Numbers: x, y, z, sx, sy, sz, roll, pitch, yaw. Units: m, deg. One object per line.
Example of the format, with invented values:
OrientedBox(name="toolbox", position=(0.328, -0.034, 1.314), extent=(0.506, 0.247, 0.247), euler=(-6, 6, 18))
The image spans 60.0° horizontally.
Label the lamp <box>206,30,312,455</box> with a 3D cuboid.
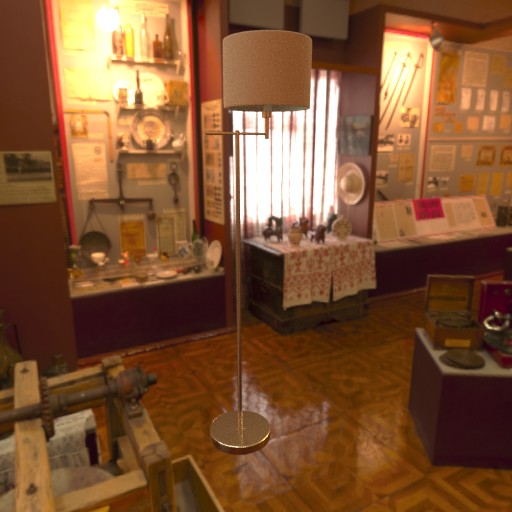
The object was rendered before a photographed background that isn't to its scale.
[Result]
OrientedBox(name="lamp", position=(0.000, 0.000, 1.785), extent=(0.416, 1.600, 0.324), euler=(-7, 15, -26))
